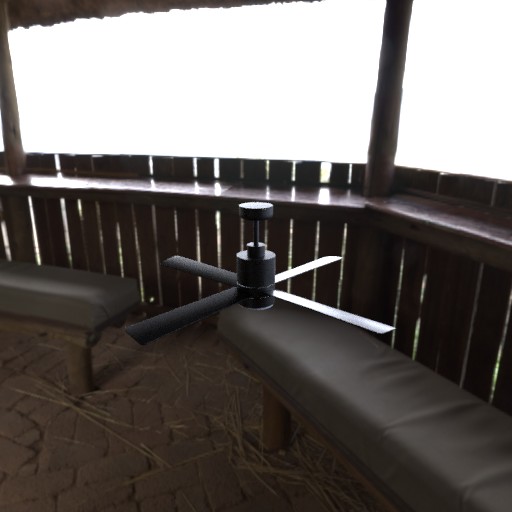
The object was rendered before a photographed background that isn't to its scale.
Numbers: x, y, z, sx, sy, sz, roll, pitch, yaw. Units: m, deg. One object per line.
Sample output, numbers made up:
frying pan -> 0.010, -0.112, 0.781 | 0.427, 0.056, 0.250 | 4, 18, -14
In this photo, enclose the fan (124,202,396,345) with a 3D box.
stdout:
fan -> 0.000, 0.000, 2.312 | 1.525, 0.534, 1.525 | 15, 22, 41
